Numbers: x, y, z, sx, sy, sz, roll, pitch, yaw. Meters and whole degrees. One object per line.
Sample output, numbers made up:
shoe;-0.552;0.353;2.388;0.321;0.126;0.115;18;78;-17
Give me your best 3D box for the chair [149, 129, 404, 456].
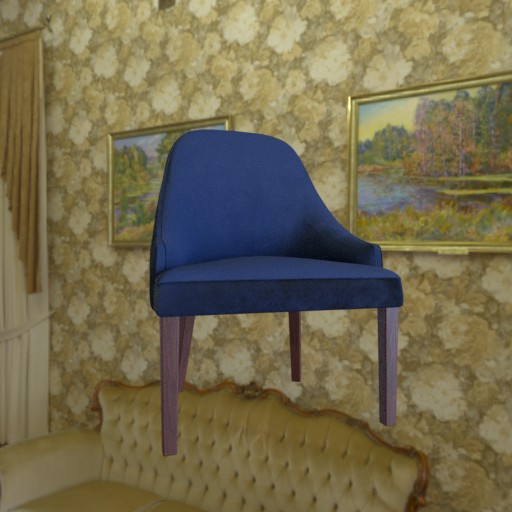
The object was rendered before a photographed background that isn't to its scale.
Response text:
chair;0.000;0.000;1.329;0.643;0.889;0.575;0;0;-18
